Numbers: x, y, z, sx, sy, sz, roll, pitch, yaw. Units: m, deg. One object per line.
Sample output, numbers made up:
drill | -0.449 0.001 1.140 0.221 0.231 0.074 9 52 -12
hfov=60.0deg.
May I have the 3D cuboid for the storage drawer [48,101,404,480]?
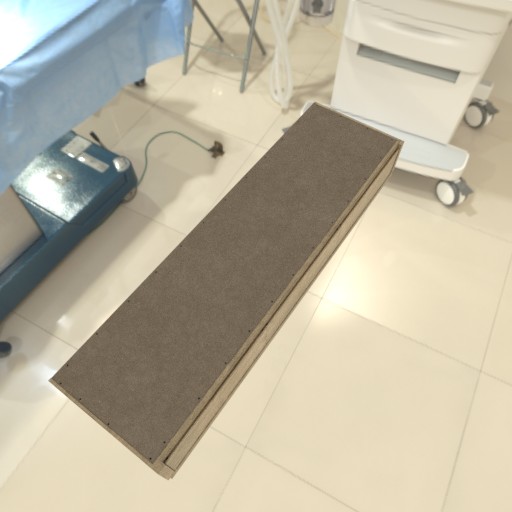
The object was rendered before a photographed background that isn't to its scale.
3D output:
storage drawer | 0.000 0.000 2.260 0.591 0.274 2.072 31 63 18
